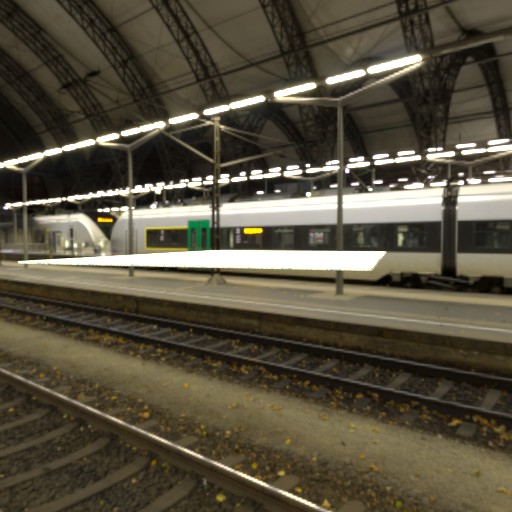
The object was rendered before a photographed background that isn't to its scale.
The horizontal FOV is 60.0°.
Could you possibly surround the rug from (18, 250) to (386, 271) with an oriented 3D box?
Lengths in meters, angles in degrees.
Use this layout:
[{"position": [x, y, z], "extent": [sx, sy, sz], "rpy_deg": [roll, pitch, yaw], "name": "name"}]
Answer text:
[{"position": [0.000, 0.000, 2.297], "extent": [1.260, 0.009, 1.820], "rpy_deg": [1, 2, 18], "name": "rug"}]
